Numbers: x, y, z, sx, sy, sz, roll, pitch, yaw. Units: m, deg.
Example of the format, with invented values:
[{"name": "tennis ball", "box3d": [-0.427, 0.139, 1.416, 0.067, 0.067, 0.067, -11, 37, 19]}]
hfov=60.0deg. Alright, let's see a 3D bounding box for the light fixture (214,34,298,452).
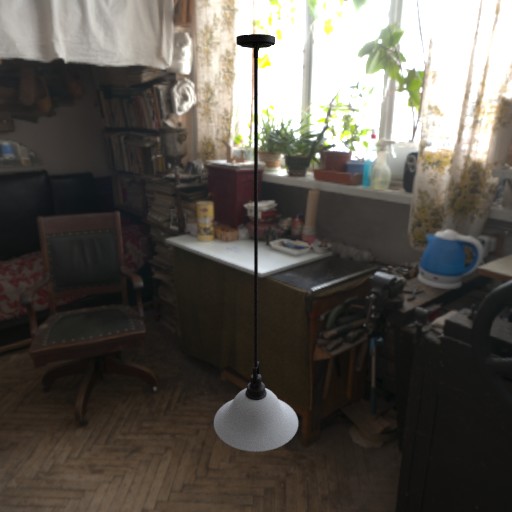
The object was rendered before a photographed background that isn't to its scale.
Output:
[{"name": "light fixture", "box3d": [0.000, 0.000, 1.495, 0.324, 1.337, 0.324, 3, 18, 9]}]
